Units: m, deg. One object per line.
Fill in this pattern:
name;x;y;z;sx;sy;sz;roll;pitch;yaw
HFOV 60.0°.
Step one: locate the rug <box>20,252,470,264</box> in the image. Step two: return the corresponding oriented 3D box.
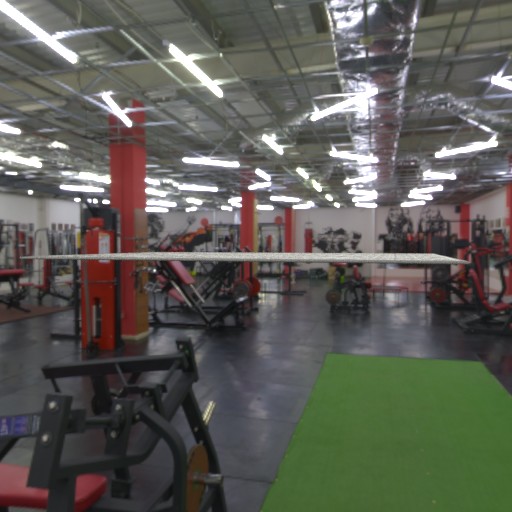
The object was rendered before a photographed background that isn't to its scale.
rug;0.000;0.000;2.301;1.847;0.012;1.224;0;2;17
